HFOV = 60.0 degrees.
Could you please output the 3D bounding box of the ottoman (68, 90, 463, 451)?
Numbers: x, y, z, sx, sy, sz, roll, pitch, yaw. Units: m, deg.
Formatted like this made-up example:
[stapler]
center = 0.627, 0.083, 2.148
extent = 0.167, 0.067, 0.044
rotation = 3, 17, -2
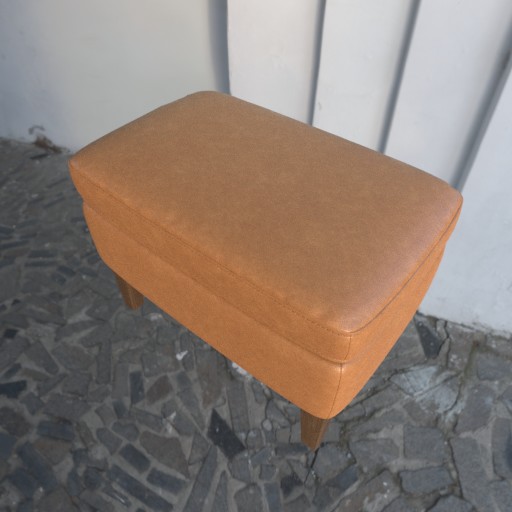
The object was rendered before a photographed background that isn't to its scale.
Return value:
[ottoman]
center = 0.000, 0.000, 0.959
extent = 0.670, 0.480, 0.420
rotation = 30, 53, 26
